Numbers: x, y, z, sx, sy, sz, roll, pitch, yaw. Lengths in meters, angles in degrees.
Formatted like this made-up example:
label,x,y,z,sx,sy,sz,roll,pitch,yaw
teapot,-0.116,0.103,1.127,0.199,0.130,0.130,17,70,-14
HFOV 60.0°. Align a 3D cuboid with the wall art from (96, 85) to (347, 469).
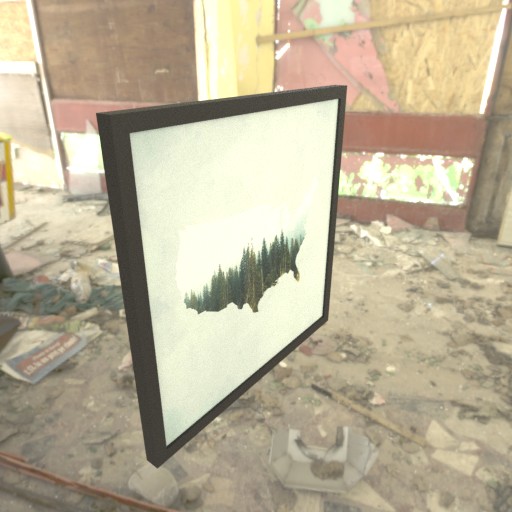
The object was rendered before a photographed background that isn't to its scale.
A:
label,x,y,z,sx,sy,sz,roll,pitch,yaw
wall art,0.000,0.000,1.115,0.038,0.763,0.763,18,31,34
